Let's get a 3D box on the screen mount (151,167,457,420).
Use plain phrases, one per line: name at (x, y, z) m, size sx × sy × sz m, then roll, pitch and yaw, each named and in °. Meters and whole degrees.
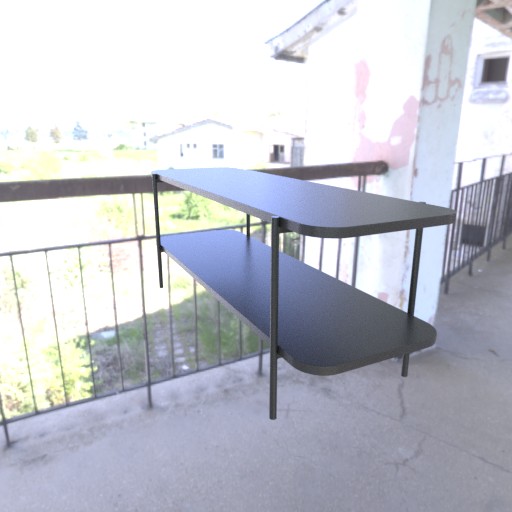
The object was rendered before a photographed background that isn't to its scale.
screen mount at (0.000, 0.000, 1.389) m, size 0.400 × 0.447 × 1.200 m, roll -8°, pitch 18°, yaw -26°
